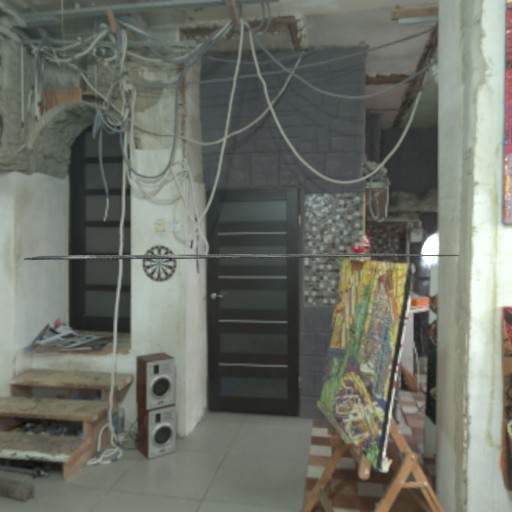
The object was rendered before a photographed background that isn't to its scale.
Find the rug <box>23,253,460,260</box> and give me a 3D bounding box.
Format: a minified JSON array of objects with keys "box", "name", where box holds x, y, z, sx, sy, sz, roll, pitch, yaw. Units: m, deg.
[{"box":[0.000,0.000,2.700,2.434,0.012,0.760,0,1,-20],"name":"rug"}]
